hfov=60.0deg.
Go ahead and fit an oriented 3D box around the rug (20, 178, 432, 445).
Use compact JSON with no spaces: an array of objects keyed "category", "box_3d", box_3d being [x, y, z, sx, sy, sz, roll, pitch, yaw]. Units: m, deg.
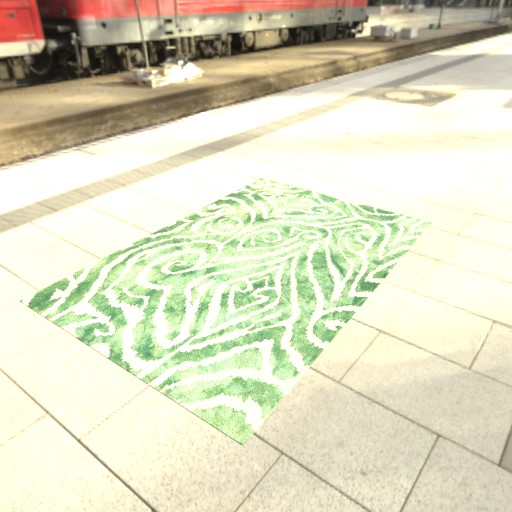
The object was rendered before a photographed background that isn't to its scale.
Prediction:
[{"category":"rug","box_3d":[0.000,0.000,2.257,1.220,0.006,1.826,20,36,30]}]
